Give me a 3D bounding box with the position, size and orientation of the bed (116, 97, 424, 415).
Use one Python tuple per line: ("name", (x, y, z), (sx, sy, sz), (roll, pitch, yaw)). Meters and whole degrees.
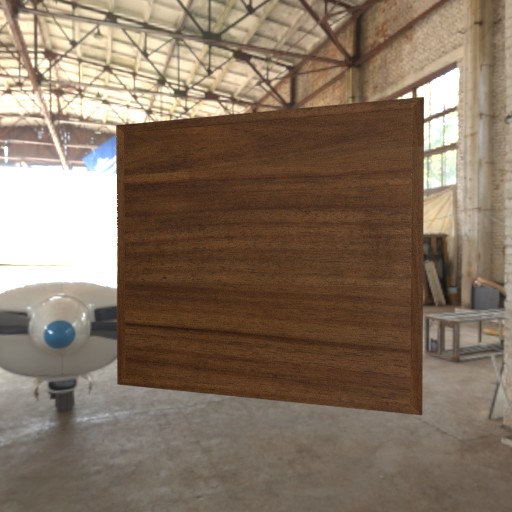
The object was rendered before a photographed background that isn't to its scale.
("bed", (0.000, 0.000, 1.475), (1.041, 0.940, 0.043), (0, 1, 17))
